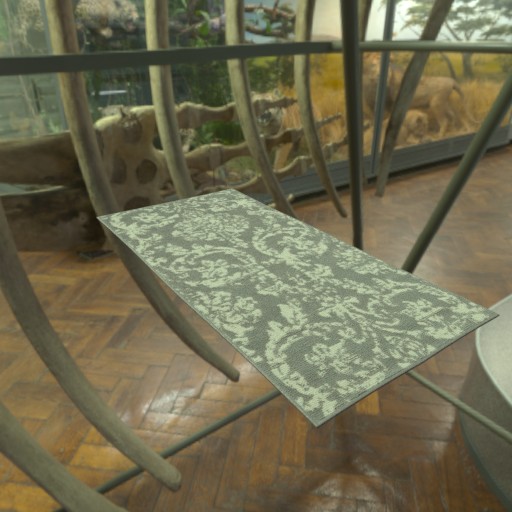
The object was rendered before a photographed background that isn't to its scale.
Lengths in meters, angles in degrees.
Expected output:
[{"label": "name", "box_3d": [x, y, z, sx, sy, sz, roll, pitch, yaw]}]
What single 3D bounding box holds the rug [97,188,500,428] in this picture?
[{"label": "rug", "box_3d": [0.000, 0.000, 1.376, 0.604, 0.007, 1.219, -18, 32, -31]}]
